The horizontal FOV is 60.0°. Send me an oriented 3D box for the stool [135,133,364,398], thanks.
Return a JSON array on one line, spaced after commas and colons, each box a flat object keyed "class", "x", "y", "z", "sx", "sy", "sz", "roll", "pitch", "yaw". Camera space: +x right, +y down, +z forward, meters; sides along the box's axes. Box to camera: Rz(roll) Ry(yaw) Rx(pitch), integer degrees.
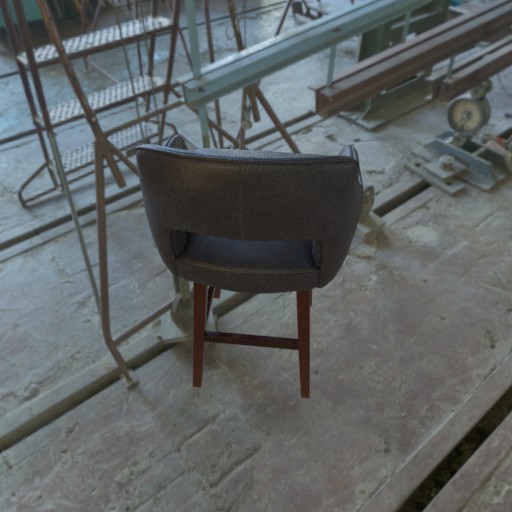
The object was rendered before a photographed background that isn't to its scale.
[{"class": "stool", "x": 0.000, "y": 0.000, "z": 1.353, "sx": 0.550, "sy": 1.041, "sz": 0.560, "roll": 4, "pitch": 46, "yaw": 4}]
